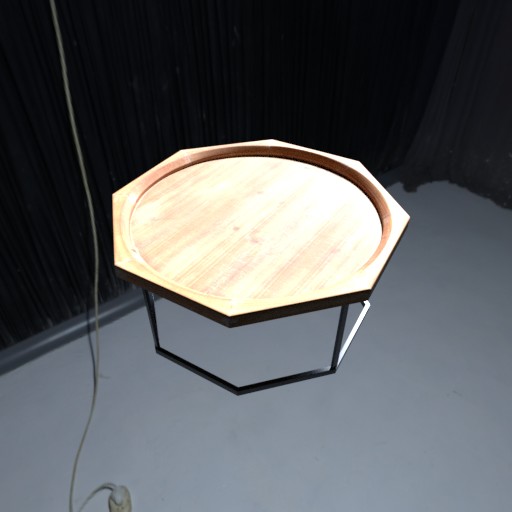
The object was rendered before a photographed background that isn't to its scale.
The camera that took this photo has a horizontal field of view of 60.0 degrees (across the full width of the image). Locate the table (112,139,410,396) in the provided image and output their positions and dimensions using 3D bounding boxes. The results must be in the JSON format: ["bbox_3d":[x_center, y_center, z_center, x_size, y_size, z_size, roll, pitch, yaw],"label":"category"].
[{"bbox_3d":[0.000,0.000,1.619,1.002,0.444,1.002,0,40,0],"label":"table"}]
